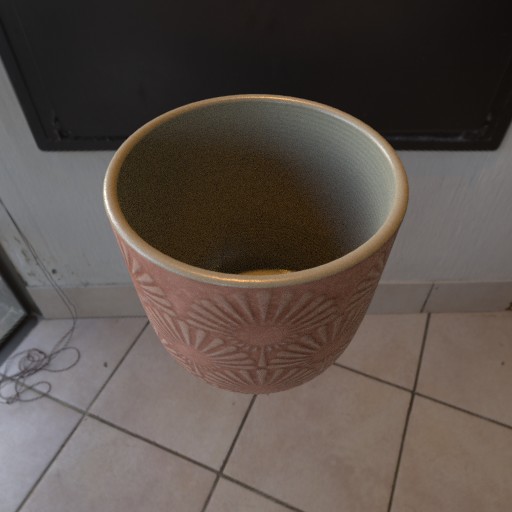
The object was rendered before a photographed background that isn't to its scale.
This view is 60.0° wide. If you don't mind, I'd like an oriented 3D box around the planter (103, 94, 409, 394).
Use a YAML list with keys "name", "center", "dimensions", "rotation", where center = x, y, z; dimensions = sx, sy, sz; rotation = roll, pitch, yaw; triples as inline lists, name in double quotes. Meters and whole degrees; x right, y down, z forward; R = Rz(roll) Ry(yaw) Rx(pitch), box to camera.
- name: "planter"
  center: [0.000, 0.000, 0.223]
  dimensions: [0.124, 0.109, 0.124]
  rotation: [0, 48, 0]
